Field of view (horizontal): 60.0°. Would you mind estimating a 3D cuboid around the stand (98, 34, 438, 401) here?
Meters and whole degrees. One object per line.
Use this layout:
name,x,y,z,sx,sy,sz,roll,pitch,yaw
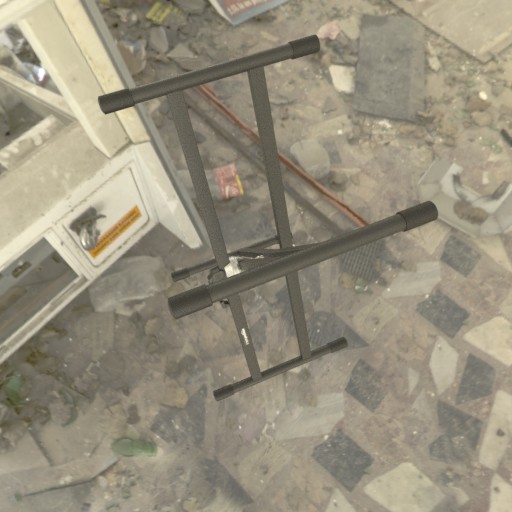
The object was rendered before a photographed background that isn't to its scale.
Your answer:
stand,0.000,0.000,1.224,0.495,0.900,0.503,-20,66,-10
